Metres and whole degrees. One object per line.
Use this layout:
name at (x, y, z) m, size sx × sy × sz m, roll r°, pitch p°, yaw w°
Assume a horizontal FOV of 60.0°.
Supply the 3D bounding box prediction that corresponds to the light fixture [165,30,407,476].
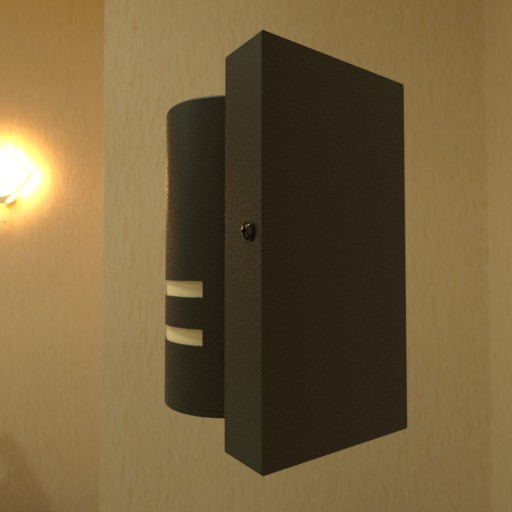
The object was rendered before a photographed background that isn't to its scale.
light fixture at (0.000, 0.000, 0.260) m, size 0.098 × 0.179 × 0.138 m, roll 1°, pitch -2°, yaw -35°
